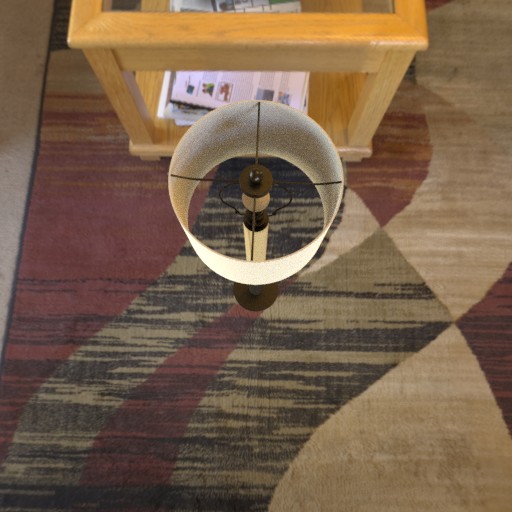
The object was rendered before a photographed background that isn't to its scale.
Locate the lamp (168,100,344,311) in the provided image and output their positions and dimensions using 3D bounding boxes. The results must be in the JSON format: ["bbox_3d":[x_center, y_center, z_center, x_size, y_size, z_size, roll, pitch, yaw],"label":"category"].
[{"bbox_3d":[0.000,0.000,1.657,0.381,1.478,0.381,-17,77,-4],"label":"lamp"}]
